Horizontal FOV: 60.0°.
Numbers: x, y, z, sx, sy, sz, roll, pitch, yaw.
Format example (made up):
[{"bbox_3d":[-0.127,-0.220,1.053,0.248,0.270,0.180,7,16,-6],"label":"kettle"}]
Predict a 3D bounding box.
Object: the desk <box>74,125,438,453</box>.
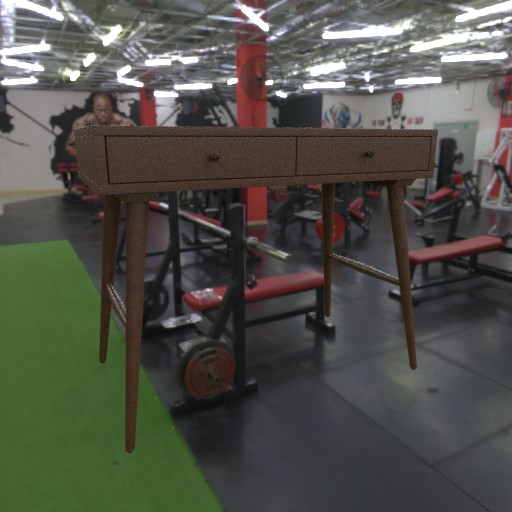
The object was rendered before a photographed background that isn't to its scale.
[{"bbox_3d":[0.000,0.000,1.380,0.949,0.758,0.510,-7,16,-25],"label":"desk"}]
